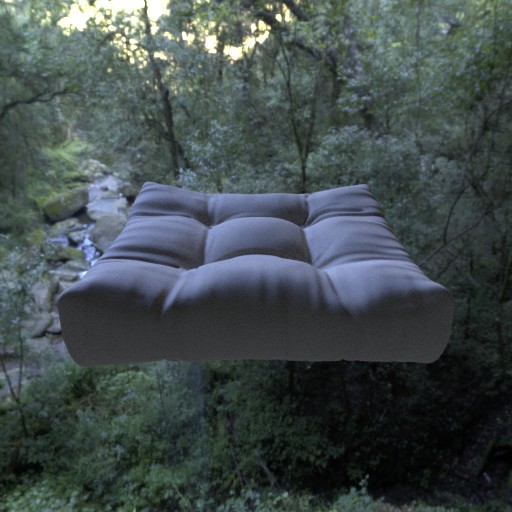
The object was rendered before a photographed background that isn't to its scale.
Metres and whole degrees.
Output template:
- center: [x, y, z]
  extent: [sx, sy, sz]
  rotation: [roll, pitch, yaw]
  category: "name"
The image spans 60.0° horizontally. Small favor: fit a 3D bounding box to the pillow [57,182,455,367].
- center: [0.000, 0.000, 0.743]
  extent: [0.490, 0.128, 0.468]
  rotation: [0, 27, 0]
  category: "pillow"
